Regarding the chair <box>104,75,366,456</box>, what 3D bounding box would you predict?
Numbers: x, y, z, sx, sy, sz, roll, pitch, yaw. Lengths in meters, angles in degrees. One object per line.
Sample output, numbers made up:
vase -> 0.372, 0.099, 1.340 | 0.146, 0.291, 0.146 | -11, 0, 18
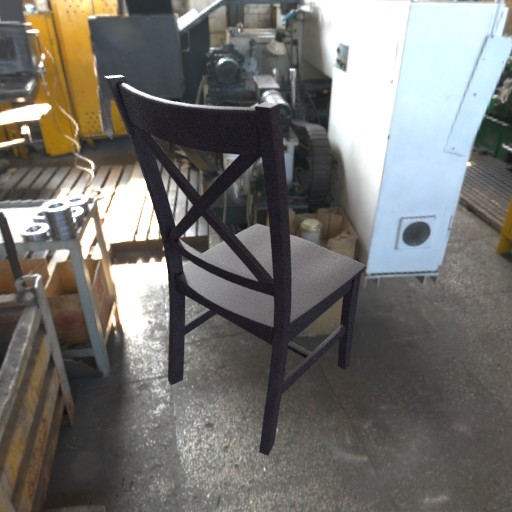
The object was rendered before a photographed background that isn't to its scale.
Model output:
chair -> 0.000, 0.000, 1.282 | 0.485, 0.983, 0.542 | 24, 38, 34
